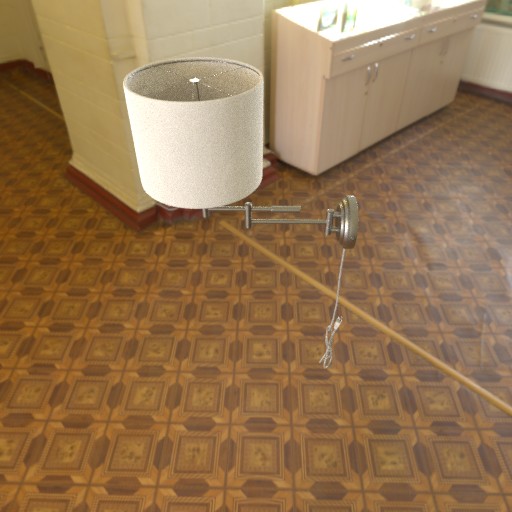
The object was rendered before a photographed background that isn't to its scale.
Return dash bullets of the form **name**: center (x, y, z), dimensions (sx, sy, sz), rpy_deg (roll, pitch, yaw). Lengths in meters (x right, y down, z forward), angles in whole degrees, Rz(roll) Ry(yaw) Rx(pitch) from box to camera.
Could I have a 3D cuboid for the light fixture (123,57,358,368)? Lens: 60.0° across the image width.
- **light fixture**: center (0.000, 0.000, 1.073), dimensions (0.479, 0.842, 0.253), rpy_deg (1, 39, 1)
